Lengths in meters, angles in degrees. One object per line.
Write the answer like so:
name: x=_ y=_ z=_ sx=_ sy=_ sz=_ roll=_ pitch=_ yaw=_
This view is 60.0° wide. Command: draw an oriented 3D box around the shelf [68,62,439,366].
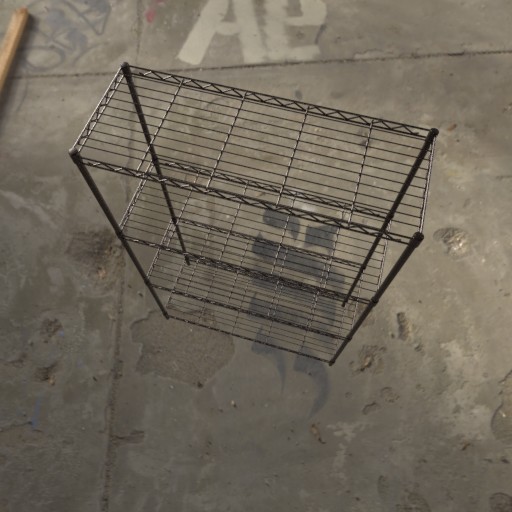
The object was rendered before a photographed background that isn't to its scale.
shelf: x=0.000 y=0.000 z=1.761 sx=0.907 sy=1.361 sz=0.352 roll=15 pitch=65 yaw=7
